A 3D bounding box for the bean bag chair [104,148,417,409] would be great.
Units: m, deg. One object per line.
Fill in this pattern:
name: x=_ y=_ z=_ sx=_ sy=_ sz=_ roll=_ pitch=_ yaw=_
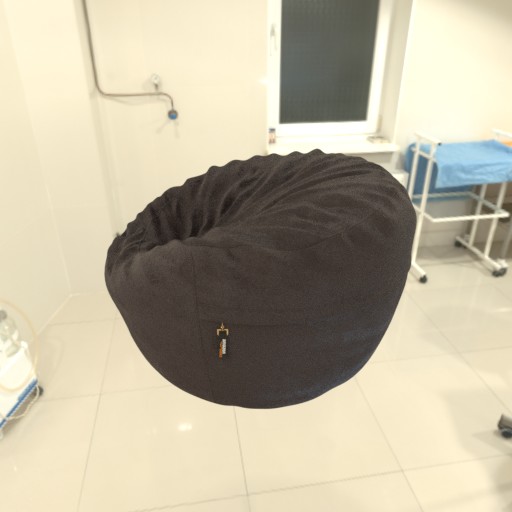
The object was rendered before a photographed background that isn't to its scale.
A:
bean bag chair: x=0.000 y=0.000 z=1.964 sx=1.245 sy=0.821 sz=1.245 roll=0 pitch=28 yaw=0
